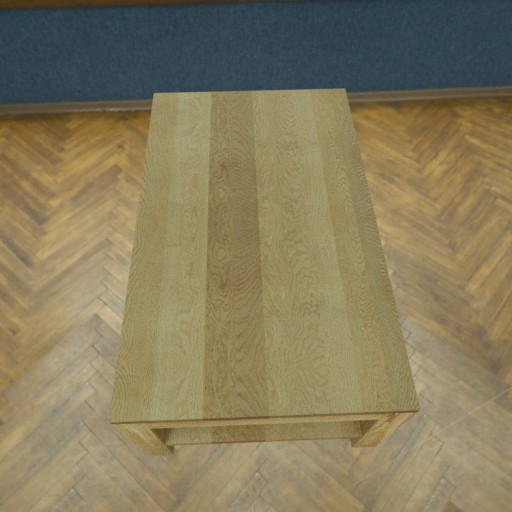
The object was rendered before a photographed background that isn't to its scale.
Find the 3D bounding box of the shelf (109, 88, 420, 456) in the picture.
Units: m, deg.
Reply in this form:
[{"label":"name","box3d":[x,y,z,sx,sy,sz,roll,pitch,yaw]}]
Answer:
[{"label":"shelf","box3d":[0.000,0.000,1.495,0.700,0.450,1.150,-2,57,-1]}]
